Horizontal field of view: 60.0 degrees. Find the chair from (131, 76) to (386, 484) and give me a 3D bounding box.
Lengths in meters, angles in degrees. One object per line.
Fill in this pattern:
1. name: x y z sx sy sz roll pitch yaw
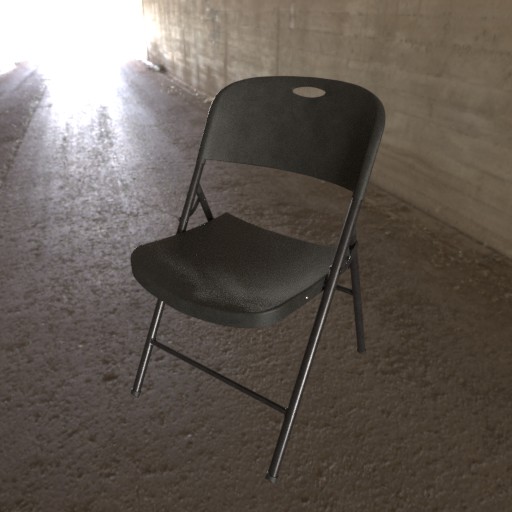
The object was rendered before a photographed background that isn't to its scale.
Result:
1. chair: 0.000 0.000 1.152 0.494 0.810 0.566 19 34 30
